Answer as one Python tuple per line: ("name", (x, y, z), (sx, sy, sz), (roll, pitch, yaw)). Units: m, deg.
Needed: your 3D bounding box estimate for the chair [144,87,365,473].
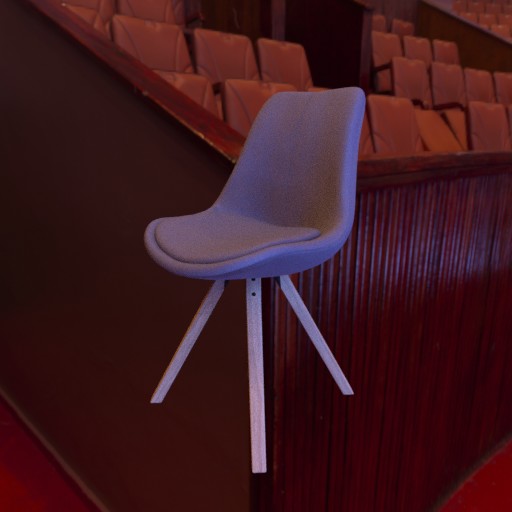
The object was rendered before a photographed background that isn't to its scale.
("chair", (0.000, 0.000, 1.186), (0.483, 0.865, 0.547), (14, 21, 40))
